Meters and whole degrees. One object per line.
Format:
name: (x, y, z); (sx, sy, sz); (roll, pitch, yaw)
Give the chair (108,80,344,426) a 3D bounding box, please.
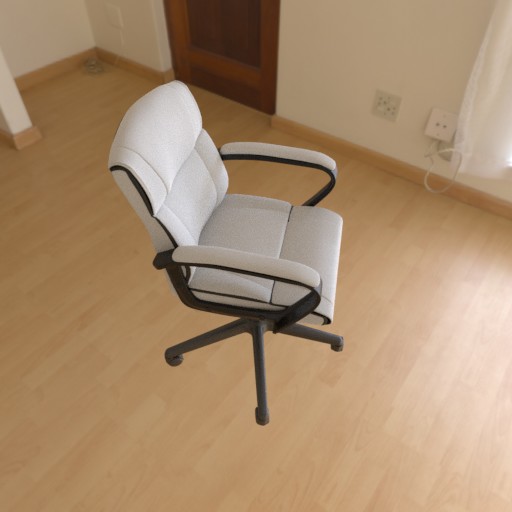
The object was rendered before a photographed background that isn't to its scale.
chair: (0.000, 0.000, 1.492); (0.717, 1.004, 0.739); (9, 47, 8)
